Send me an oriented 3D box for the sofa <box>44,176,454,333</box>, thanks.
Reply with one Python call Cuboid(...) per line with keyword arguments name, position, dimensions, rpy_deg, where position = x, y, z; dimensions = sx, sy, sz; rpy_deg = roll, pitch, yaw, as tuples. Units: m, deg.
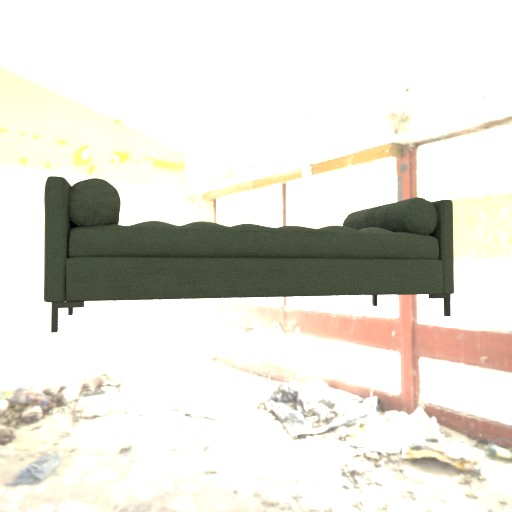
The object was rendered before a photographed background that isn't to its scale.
Cuboid(name="sofa", position=(0.000, 0.000, 2.534), dimensions=(2.130, 0.681, 0.817), rpy_deg=(1, -2, -18))
